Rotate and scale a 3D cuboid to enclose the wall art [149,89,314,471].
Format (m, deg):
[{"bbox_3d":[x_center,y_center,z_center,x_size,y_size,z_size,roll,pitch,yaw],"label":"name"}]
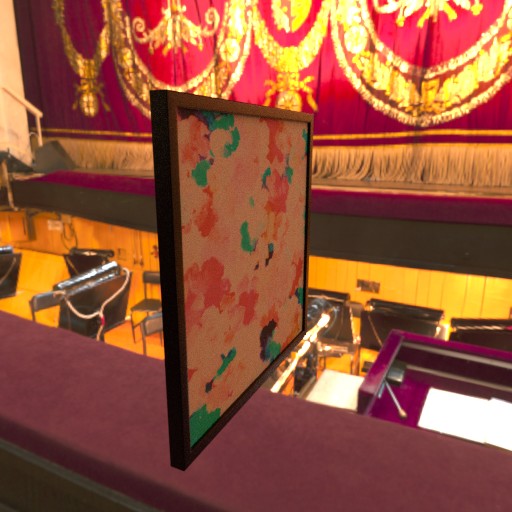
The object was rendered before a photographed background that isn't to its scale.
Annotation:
[{"bbox_3d":[0.000,0.000,1.172,0.036,0.755,0.756,7,16,25],"label":"wall art"}]
